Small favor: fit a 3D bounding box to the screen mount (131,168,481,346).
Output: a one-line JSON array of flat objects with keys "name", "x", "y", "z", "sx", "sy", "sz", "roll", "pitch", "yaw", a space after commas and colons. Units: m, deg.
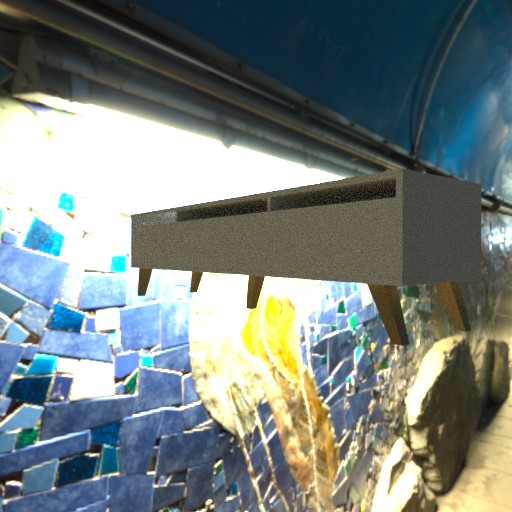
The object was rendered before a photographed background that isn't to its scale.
[{"name": "screen mount", "x": 0.000, "y": 0.000, "z": 1.831, "sx": 0.399, "sy": 0.432, "sz": 1.644, "roll": 0, "pitch": 1, "yaw": -38}]
